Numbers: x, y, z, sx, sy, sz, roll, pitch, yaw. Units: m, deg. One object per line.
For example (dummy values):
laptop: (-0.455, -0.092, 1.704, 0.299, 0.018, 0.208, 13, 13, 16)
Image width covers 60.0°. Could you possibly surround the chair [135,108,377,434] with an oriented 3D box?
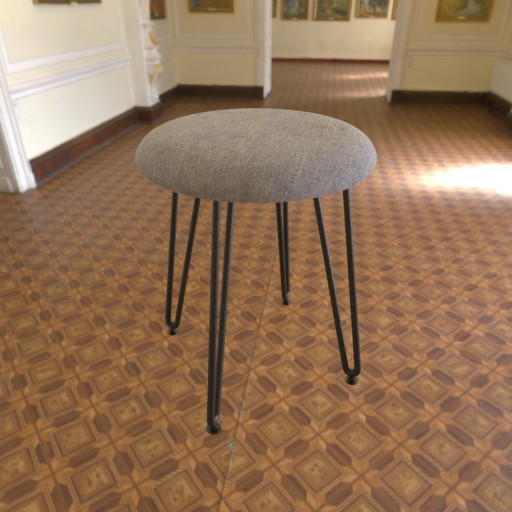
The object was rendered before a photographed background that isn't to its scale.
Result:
chair: (0.000, 0.000, 0.661, 0.350, 0.386, 0.350, 11, 32, 19)
